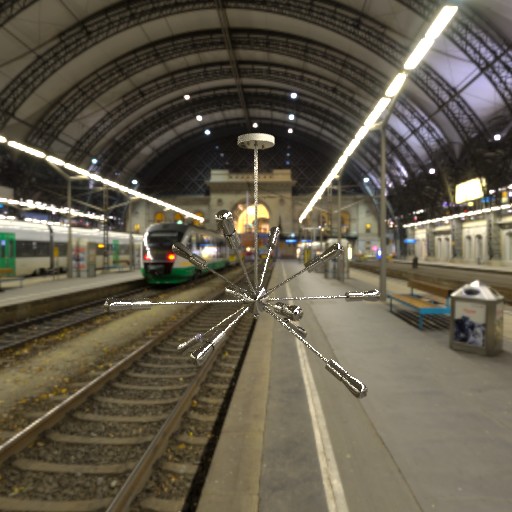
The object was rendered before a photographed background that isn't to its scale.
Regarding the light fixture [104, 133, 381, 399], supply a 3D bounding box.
[{"bbox_3d":[0.000,0.000,1.053,0.684,0.558,0.509,0,1,-18],"label":"light fixture"}]
